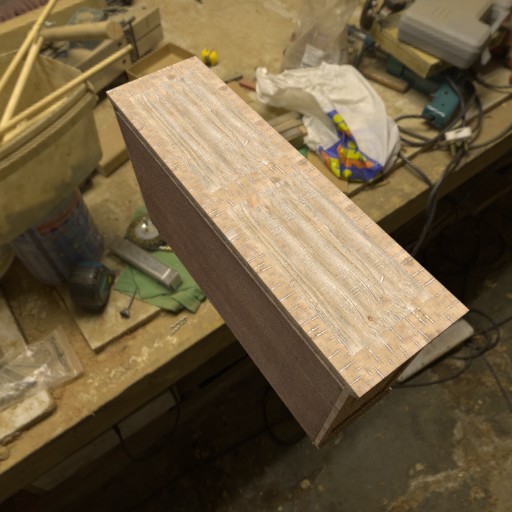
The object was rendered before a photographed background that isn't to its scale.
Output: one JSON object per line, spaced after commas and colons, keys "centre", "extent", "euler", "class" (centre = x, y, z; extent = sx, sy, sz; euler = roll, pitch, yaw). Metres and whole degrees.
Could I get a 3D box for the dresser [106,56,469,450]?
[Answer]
{"centre": [0.000, 0.000, 2.081], "extent": [0.457, 1.016, 1.626], "euler": [-31, 62, -18], "class": "dresser"}
